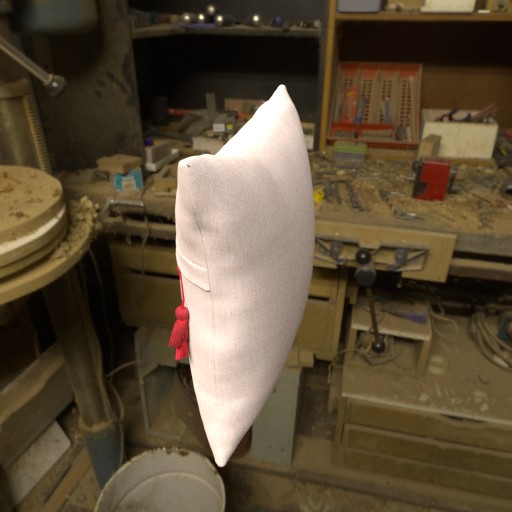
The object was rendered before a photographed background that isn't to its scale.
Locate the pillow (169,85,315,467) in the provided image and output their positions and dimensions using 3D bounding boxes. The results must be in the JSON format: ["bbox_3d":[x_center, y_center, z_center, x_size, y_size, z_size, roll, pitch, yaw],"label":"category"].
[{"bbox_3d":[0.000,0.000,0.687,0.173,0.436,0.433,8,31,13],"label":"pillow"}]
